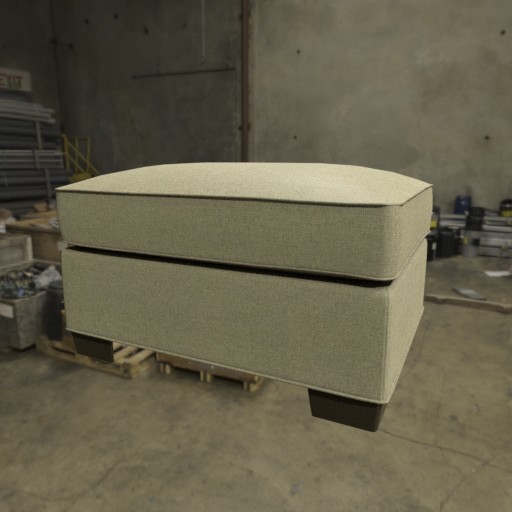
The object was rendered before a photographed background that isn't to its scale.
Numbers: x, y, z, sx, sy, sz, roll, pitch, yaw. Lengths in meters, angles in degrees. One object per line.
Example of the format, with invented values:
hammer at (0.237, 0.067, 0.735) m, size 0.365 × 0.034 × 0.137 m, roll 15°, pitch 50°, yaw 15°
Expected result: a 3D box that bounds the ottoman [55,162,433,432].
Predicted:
ottoman at (0.000, 0.000, 1.223) m, size 0.843 × 0.504 × 0.619 m, roll 6°, pitch 14°, yaw 26°
